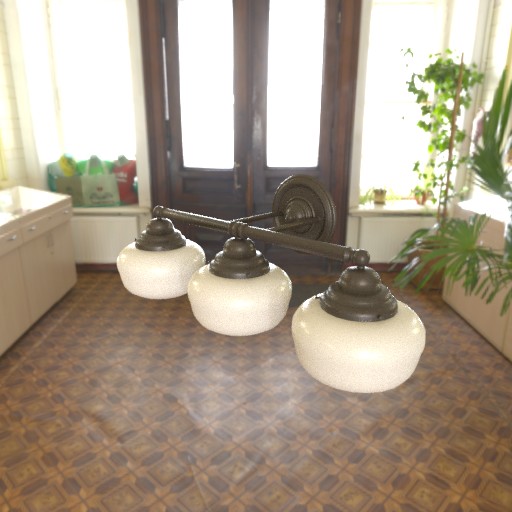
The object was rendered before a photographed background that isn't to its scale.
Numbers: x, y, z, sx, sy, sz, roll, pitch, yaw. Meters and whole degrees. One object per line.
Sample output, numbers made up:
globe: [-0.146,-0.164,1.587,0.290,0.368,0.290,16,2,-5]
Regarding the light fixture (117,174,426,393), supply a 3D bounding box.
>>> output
light fixture: [0.000,0.000,0.714,0.587,0.242,0.239,15,23,41]
